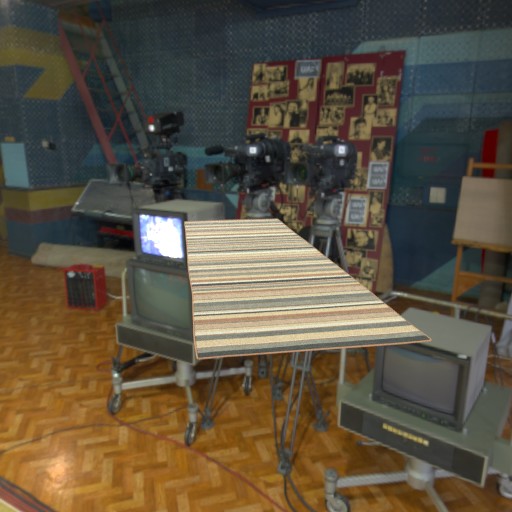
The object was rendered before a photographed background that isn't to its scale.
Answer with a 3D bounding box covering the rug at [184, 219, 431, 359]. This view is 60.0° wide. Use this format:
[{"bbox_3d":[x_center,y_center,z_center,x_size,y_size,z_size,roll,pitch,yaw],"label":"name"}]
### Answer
[{"bbox_3d":[0.000,0.000,2.600,0.799,0.010,2.444,-2,15,-9],"label":"rug"}]
